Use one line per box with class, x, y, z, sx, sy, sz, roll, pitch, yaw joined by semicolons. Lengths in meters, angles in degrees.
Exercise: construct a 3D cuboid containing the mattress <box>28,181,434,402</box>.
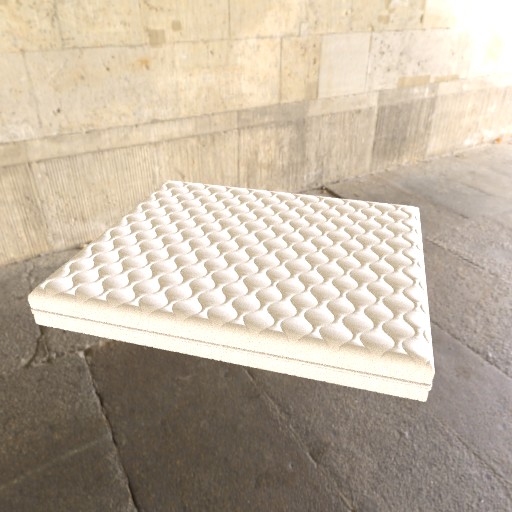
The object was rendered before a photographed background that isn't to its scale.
mattress;0.000;0.000;2.647;1.900;0.200;1.600;8;32;13
